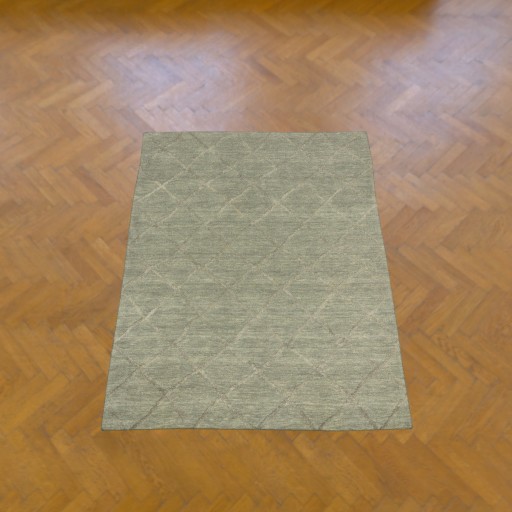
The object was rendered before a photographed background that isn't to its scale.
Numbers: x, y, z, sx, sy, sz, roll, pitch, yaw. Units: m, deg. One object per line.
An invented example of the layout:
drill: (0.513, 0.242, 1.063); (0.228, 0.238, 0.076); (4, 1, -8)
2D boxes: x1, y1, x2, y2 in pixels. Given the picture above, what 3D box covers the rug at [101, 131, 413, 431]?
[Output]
rug: (0.000, 0.000, 4.118); (2.438, 0.013, 3.048); (0, 63, 0)
